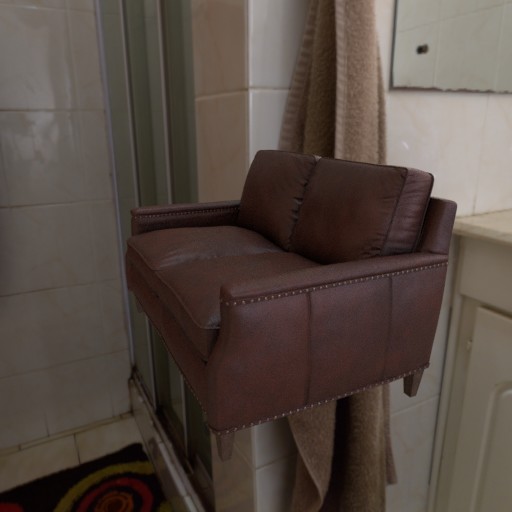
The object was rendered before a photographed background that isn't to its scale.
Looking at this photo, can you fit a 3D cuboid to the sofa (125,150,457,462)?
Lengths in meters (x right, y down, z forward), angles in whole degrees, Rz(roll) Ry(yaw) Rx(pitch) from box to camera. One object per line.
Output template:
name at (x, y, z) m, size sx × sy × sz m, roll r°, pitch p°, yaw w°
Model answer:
sofa at (0.000, 0.000, 2.279) m, size 1.083 × 1.003 × 1.628 m, roll -8°, pitch 18°, yaw -25°
